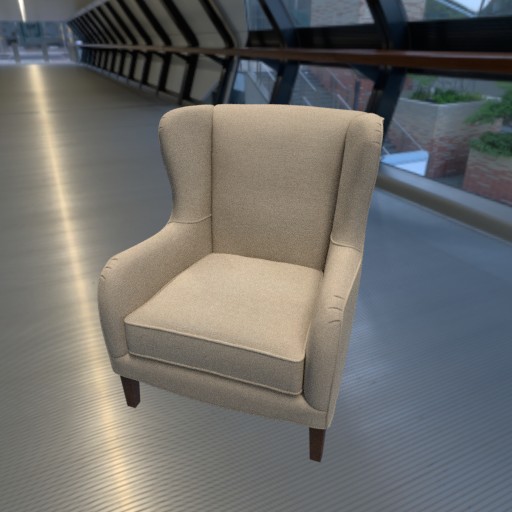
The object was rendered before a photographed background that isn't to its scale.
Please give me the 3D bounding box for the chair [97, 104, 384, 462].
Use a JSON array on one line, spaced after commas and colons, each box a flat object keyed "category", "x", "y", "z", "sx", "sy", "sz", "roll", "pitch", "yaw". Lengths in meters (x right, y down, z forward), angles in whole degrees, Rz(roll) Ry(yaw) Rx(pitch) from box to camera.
[{"category": "chair", "x": 0.000, "y": 0.000, "z": 1.741, "sx": 0.838, "sy": 1.040, "sz": 0.966, "roll": 9, "pitch": 28, "yaw": 17}]
